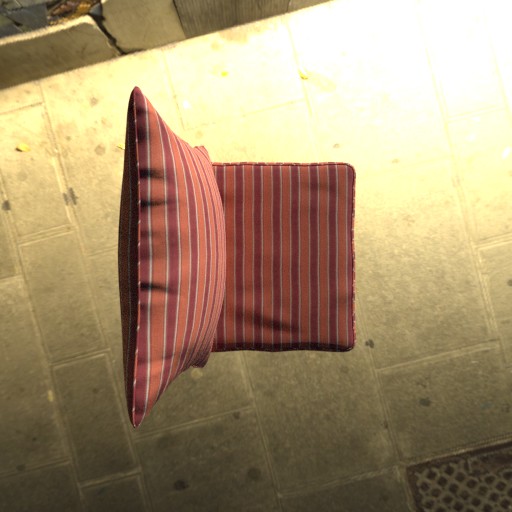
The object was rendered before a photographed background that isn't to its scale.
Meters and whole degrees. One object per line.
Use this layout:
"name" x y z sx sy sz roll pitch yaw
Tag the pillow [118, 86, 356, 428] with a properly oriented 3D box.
"pillow" 0.000 0.000 1.369 0.733 0.723 0.799 0 90 0
